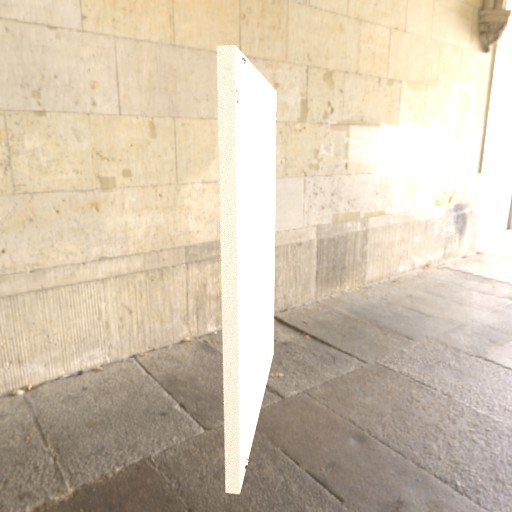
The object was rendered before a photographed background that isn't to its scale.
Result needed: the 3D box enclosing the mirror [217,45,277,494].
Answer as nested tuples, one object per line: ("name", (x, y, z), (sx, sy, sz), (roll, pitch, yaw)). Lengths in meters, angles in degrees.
("mirror", (0.000, 0.000, 1.332), (0.040, 1.016, 0.762), (2, 14, 8))
